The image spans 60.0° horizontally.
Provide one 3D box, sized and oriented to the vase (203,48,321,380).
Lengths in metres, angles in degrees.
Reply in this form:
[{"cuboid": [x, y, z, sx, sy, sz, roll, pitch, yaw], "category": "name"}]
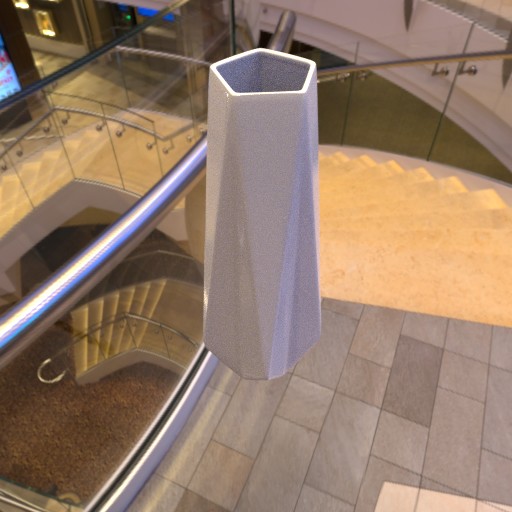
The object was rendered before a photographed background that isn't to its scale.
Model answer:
[{"cuboid": [0.000, 0.000, 0.392, 0.116, 0.329, 0.122, -17, 49, -15], "category": "vase"}]
